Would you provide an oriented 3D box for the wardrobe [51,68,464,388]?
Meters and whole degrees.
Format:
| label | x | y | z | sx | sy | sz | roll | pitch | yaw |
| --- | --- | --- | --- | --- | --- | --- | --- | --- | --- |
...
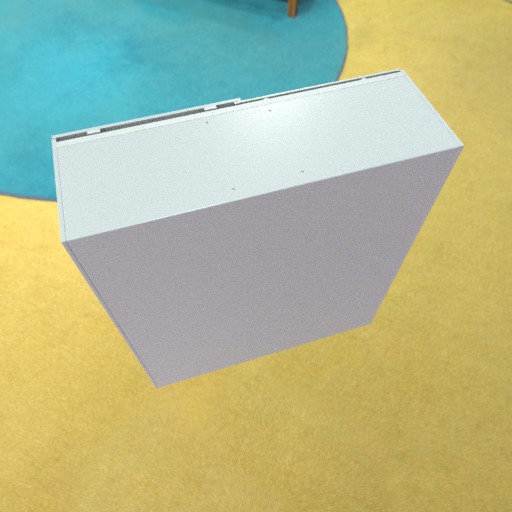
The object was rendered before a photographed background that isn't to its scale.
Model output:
| label | x | y | z | sx | sy | sz | roll | pitch | yaw |
| --- | --- | --- | --- | --- | --- | --- | --- | --- | --- |
| wardrobe | 0.000 | 0.000 | 2.842 | 1.780 | 1.960 | 0.629 | -15 | 58 | -9 |
